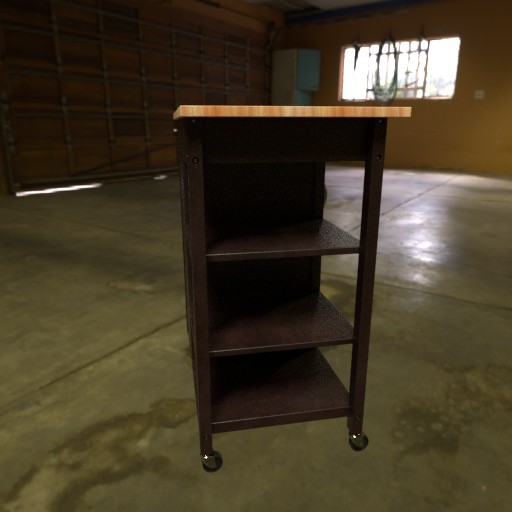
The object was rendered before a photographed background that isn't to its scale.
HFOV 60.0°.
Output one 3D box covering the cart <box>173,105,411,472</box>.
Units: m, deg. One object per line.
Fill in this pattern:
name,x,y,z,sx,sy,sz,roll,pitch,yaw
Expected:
cart,0.000,0.000,1.421,0.472,0.878,0.914,-3,17,-11
